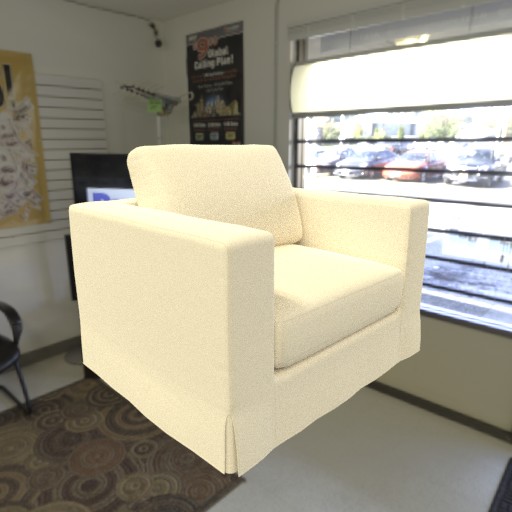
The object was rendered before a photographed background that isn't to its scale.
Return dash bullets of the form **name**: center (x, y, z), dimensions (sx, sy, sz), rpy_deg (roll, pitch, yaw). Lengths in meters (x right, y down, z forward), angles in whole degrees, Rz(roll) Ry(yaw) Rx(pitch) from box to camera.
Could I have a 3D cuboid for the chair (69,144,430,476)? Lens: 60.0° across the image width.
- **chair**: center (0.000, 0.000, 1.799), dimensions (1.150, 0.878, 0.957), rpy_deg (-14, 20, -43)
